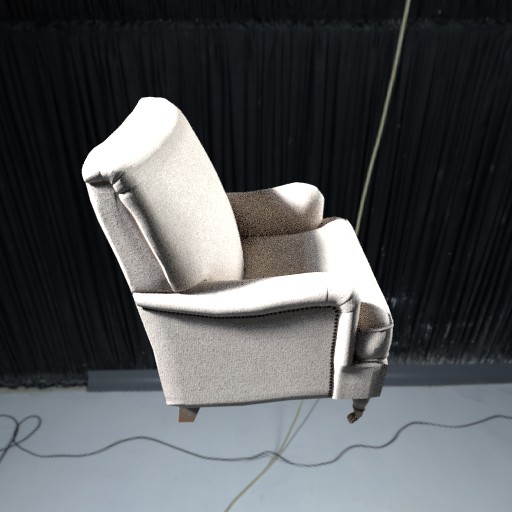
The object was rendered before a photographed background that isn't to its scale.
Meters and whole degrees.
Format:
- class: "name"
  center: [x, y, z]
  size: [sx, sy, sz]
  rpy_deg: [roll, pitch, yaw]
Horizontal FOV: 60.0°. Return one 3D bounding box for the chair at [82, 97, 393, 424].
- class: "chair"
  center: [0.000, 0.000, 1.794]
  size: [0.953, 1.119, 0.879]
  rpy_deg: [-1, 31, -1]
